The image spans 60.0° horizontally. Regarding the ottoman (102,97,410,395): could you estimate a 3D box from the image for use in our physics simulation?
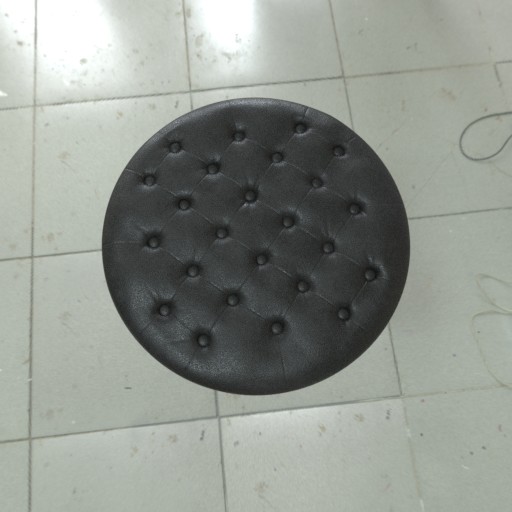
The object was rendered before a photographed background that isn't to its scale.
[{"bbox_3d":[0.000,0.000,1.094,0.637,0.442,0.637,0,76,0],"label":"ottoman"}]
